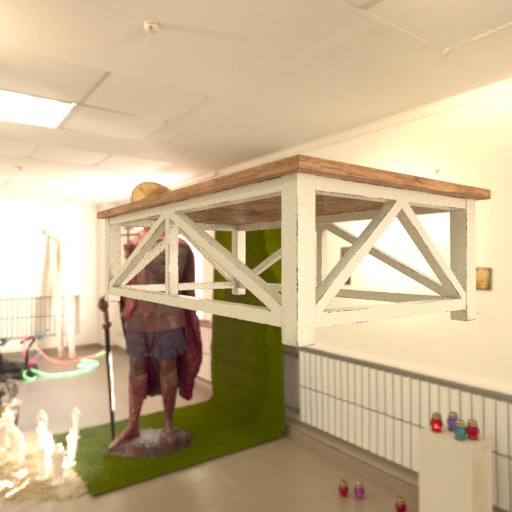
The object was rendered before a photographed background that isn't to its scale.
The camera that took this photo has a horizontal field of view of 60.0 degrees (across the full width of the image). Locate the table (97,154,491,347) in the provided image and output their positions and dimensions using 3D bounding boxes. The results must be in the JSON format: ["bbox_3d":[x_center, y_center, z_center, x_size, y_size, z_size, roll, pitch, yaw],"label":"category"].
[{"bbox_3d":[0.000,0.000,1.716,0.800,0.410,1.400,0,-1,-36],"label":"table"}]
